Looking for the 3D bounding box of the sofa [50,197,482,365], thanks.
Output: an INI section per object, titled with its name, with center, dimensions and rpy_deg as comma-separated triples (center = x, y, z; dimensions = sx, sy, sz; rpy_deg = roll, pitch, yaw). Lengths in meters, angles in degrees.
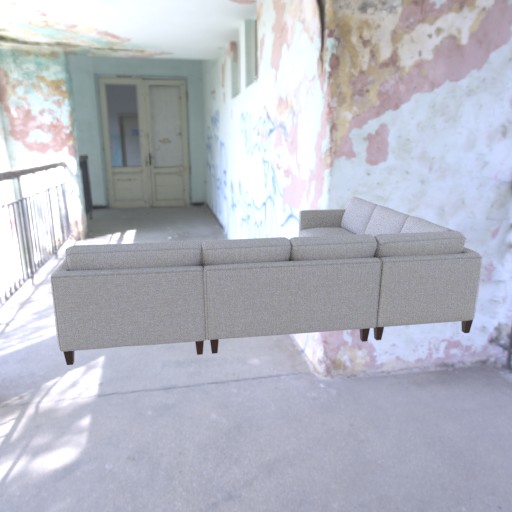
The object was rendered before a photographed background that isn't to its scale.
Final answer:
[sofa]
center = 0.000, 0.000, 4.614
dimensions = 3.403, 0.889, 2.551
rpy_deg = -3, 15, -9
